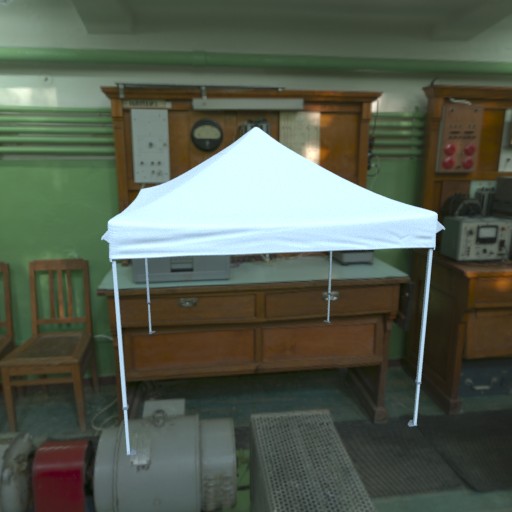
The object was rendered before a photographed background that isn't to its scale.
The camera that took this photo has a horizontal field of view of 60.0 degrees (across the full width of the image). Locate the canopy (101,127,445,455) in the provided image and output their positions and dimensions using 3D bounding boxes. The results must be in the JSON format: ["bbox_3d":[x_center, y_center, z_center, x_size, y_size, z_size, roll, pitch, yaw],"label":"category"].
[{"bbox_3d":[0.000,0.000,5.355,2.994,2.998,2.996,-2,14,-9],"label":"canopy"}]
